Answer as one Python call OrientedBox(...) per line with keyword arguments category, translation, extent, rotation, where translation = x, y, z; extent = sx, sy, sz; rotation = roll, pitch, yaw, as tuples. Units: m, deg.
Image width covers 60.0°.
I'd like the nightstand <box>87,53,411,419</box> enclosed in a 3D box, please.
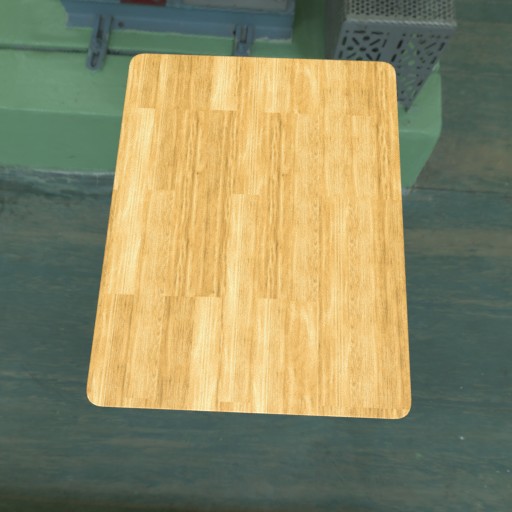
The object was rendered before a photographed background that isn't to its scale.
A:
OrientedBox(category="nightstand", translation=(0.000, 0.000, 0.893), extent=(0.440, 0.470, 0.560), rotation=(2, 75, 1))
